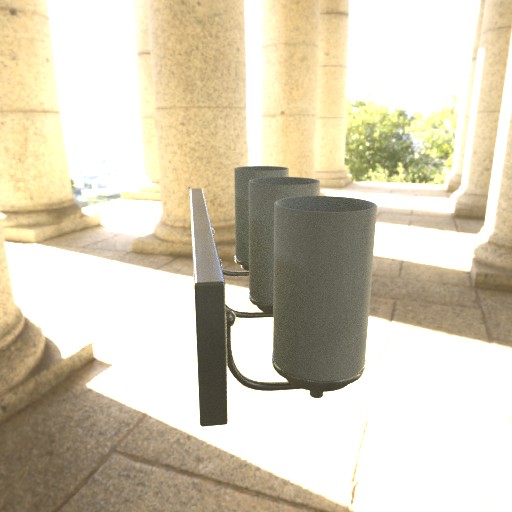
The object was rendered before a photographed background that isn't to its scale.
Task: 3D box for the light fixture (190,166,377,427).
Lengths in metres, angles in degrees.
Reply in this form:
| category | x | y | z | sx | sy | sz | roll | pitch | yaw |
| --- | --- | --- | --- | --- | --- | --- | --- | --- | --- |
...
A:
| category | x | y | z | sx | sy | sz | roll | pitch | yaw |
| --- | --- | --- | --- | --- | --- | --- | --- | --- | --- |
| light fixture | 0.000 | 0.000 | 0.513 | 0.145 | 0.172 | 0.451 | -2 | 16 | -8 |
